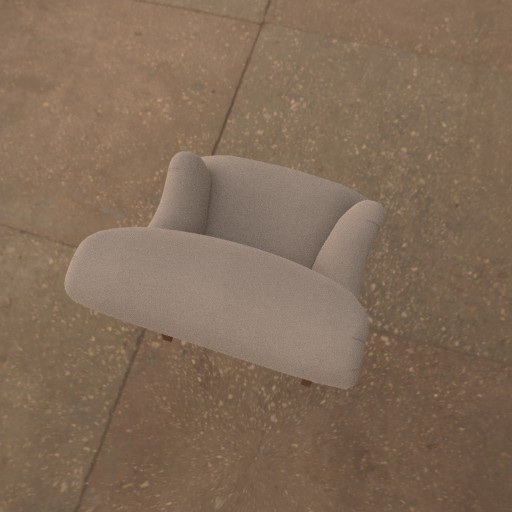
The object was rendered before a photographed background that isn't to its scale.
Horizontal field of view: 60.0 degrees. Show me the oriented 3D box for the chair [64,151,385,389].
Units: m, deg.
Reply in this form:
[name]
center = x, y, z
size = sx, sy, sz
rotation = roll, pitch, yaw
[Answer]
[chair]
center = 0.000, 0.000, 1.549
size = 0.766, 0.942, 0.842
rotation = 16, 67, 7
